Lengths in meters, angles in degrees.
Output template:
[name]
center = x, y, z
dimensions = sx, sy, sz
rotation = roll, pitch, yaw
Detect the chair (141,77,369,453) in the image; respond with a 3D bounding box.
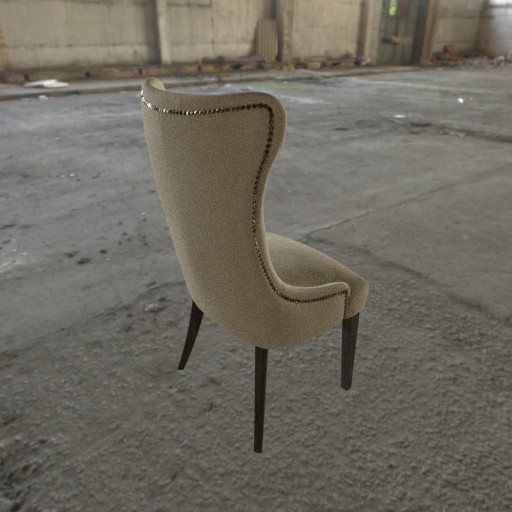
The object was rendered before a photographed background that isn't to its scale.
[chair]
center = 0.000, 0.000, 1.434
dimensions = 0.590, 1.065, 0.584
rotation = -19, 32, -34
